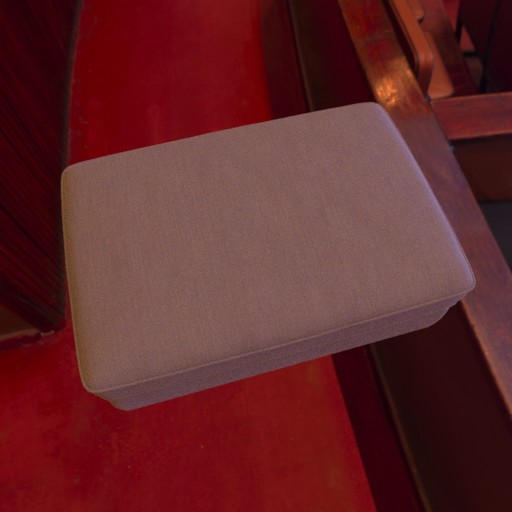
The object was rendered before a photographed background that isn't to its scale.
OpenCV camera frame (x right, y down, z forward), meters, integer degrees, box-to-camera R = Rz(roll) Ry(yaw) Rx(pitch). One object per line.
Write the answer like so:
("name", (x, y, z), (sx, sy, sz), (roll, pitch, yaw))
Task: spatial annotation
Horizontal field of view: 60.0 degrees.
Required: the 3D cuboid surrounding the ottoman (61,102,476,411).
("ottoman", (0.000, 0.000, 1.278), (0.941, 0.480, 0.636), (-14, 64, -7))
